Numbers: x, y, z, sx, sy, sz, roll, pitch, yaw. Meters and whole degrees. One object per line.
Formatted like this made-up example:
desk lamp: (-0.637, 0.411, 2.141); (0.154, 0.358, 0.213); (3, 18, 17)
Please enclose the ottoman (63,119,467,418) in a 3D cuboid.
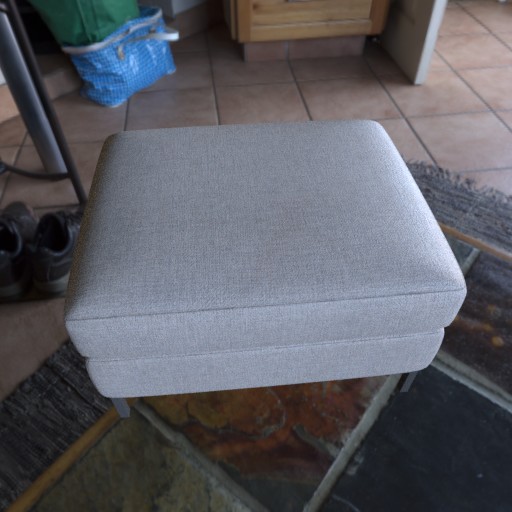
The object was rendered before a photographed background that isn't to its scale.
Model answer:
ottoman: (0.000, 0.000, 1.198); (0.820, 0.490, 0.671); (-4, 47, -4)
